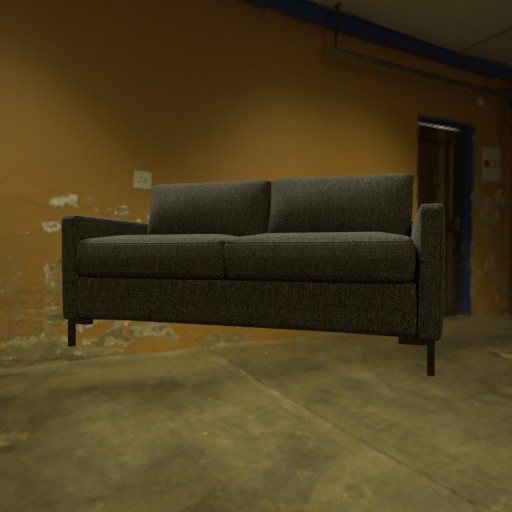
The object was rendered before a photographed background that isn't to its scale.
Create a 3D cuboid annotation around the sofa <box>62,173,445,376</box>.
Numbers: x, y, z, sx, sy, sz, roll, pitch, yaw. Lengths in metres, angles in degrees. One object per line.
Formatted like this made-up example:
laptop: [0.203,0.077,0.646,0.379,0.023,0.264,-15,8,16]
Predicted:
sofa: [0.000,0.000,2.238,1.716,0.862,0.866,0,1,18]
